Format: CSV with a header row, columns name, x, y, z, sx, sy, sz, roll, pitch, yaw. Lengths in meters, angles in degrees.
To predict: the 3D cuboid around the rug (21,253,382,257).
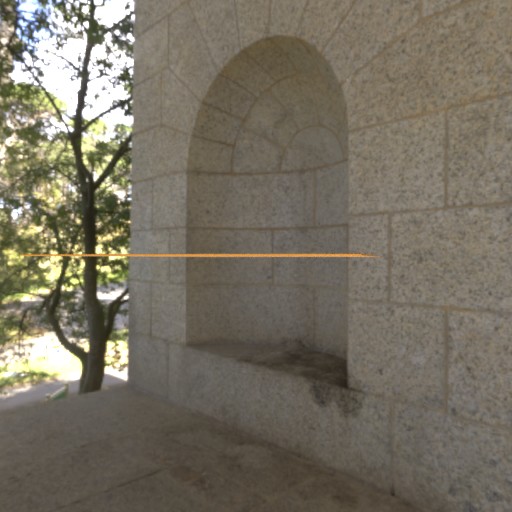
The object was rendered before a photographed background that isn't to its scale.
name,x,y,z,sx,sy,sz,roll,pitch,yaw
rug,0.000,0.000,2.919,1.525,0.007,2.336,0,0,18
